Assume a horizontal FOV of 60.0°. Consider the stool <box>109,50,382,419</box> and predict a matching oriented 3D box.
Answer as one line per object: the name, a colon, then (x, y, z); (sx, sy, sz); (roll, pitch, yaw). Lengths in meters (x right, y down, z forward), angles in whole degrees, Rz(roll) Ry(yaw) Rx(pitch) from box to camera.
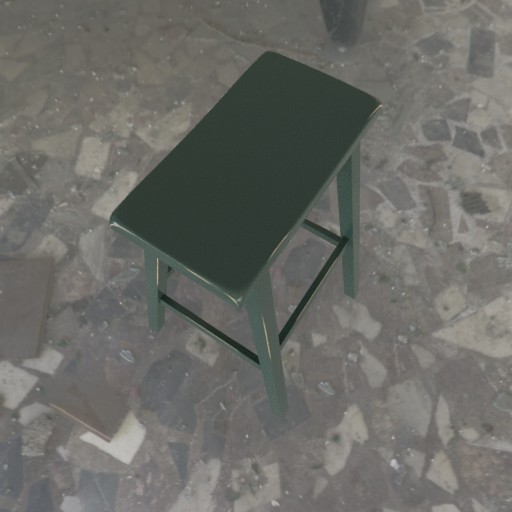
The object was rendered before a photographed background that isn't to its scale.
stool: (0.000, 0.000, 1.039); (0.476, 0.737, 0.457); (31, 68, 14)
